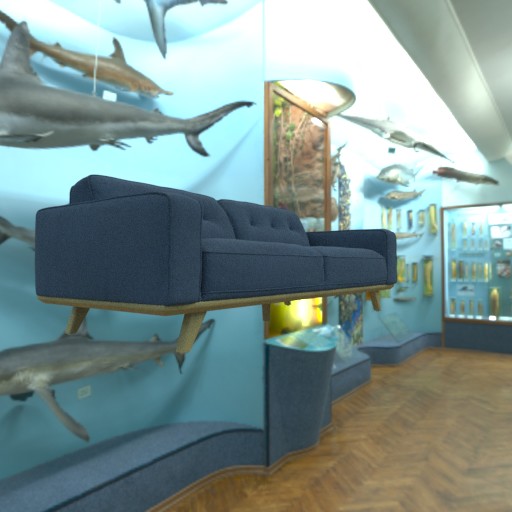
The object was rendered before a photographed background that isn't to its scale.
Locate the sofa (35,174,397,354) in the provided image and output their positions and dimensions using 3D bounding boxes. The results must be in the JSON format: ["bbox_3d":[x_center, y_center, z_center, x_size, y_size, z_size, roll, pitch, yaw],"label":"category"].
[{"bbox_3d":[0.000,0.000,2.678,0.953,0.782,2.270,-1,-1,37],"label":"sofa"}]
